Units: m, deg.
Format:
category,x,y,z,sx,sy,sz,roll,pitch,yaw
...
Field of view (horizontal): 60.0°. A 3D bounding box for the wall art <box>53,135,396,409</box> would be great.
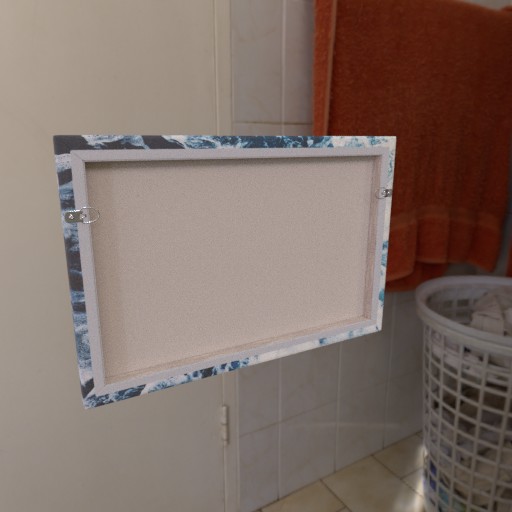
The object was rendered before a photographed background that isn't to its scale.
category,x,y,z,sx,sy,sz,roll,pitch,yaw
wall art,0.000,0.000,1.167,0.915,0.610,0.042,-8,17,-28
